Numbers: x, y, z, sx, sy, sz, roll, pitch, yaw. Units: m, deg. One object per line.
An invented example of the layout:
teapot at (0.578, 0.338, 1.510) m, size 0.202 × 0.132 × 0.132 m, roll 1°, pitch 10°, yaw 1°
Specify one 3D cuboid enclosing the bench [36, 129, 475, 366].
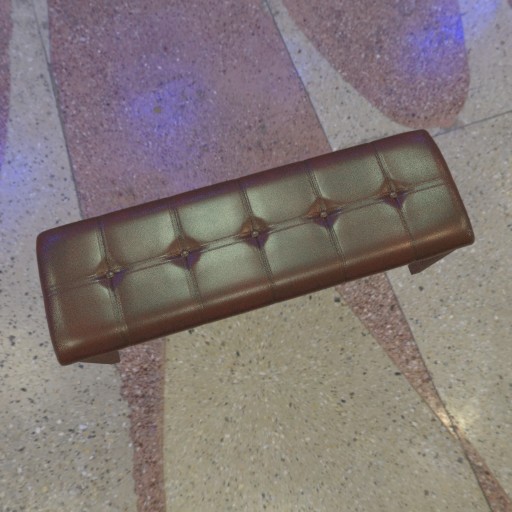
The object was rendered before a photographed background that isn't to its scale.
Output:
bench at (0.000, 0.000, 1.496) m, size 1.259 × 0.491 × 0.401 m, roll -16°, pitch 75°, yaw -4°
